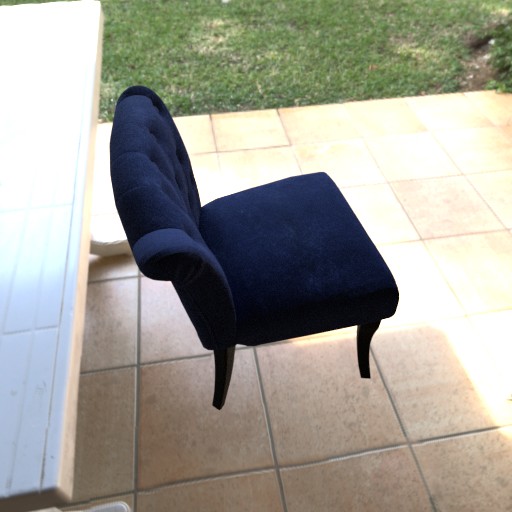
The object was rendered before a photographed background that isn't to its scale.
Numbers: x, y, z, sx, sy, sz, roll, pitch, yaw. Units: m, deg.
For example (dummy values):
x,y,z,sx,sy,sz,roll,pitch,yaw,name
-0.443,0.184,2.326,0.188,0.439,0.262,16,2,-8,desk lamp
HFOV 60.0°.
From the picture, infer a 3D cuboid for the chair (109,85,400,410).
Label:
x,y,z,sx,sy,sz,roll,pitch,yaw,name
0.000,0.000,1.185,0.606,0.753,0.585,-12,49,-11,chair
